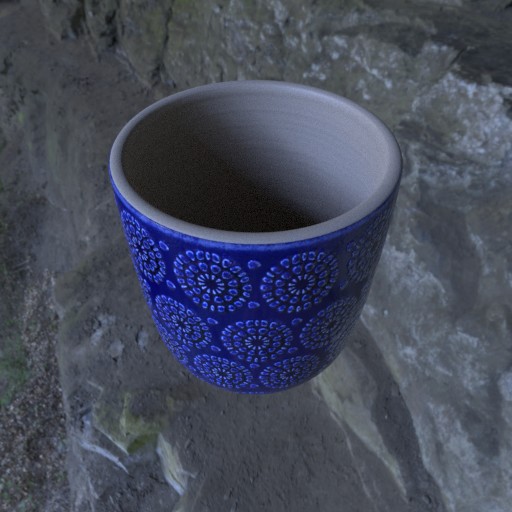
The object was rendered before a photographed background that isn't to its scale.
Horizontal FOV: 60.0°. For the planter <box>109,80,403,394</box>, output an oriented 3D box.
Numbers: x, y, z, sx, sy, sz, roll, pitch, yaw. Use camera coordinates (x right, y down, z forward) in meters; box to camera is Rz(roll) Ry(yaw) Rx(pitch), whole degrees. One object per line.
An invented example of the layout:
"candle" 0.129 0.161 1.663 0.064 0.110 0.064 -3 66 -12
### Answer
"planter" 0.000 0.000 0.352 0.184 0.206 0.184 0 46 0
